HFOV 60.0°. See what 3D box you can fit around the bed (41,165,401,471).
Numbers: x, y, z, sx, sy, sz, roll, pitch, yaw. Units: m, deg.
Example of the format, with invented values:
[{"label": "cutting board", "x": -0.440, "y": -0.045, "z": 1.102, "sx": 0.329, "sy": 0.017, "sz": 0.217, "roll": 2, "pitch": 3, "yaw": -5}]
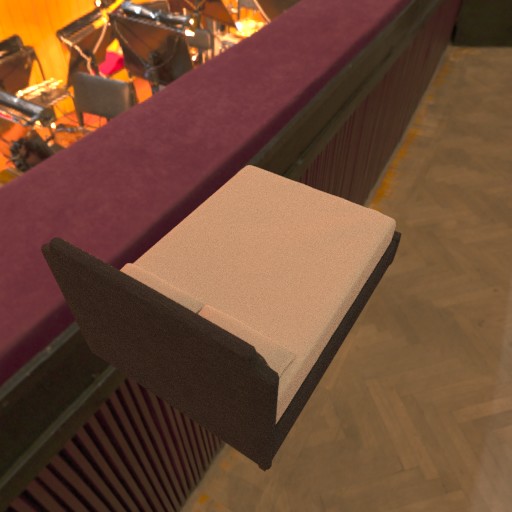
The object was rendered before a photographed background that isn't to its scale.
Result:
[{"label": "bed", "x": 0.000, "y": 0.000, "z": 3.524, "sx": 1.713, "sy": 1.443, "sz": 2.372, "roll": 25, "pitch": 51, "yaw": 22}]
